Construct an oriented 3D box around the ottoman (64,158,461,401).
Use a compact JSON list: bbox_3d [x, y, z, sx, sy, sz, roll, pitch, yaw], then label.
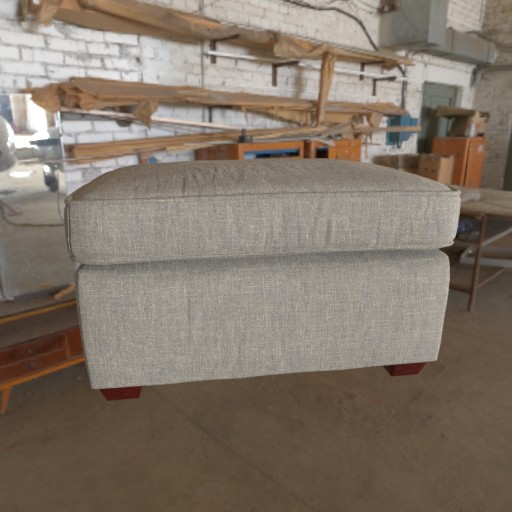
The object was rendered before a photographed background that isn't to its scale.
[{"bbox_3d":[0.000,0.000,1.091,0.762,0.457,0.559,-2,17,-8],"label":"ottoman"}]
